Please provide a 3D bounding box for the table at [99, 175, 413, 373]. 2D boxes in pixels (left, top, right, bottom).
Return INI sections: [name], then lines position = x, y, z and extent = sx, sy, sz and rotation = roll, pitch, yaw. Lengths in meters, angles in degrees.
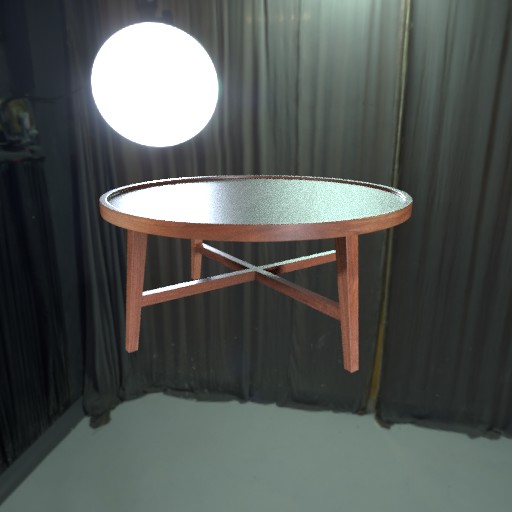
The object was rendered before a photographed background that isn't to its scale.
[table]
position = 0.000, 0.000, 1.246
extent = 0.800, 0.360, 0.800
rotation = 0, 17, 0
